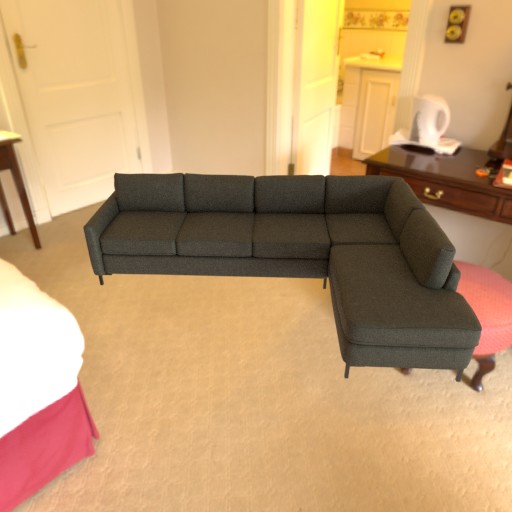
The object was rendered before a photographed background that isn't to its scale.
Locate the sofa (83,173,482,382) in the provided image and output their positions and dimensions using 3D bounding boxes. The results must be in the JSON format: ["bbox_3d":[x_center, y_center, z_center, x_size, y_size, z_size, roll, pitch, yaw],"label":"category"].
[{"bbox_3d":[0.000,0.000,3.686,2.972,0.858,1.984,1,30,2],"label":"sofa"}]
